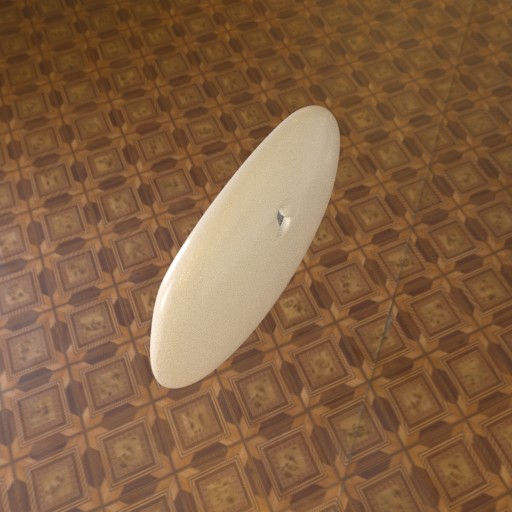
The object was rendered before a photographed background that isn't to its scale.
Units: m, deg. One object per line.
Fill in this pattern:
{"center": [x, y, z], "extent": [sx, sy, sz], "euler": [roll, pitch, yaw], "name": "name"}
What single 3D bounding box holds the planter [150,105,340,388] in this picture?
{"center": [0.000, 0.000, 0.273], "extent": [0.043, 0.188, 0.185], "euler": [32, 68, 14], "name": "planter"}
